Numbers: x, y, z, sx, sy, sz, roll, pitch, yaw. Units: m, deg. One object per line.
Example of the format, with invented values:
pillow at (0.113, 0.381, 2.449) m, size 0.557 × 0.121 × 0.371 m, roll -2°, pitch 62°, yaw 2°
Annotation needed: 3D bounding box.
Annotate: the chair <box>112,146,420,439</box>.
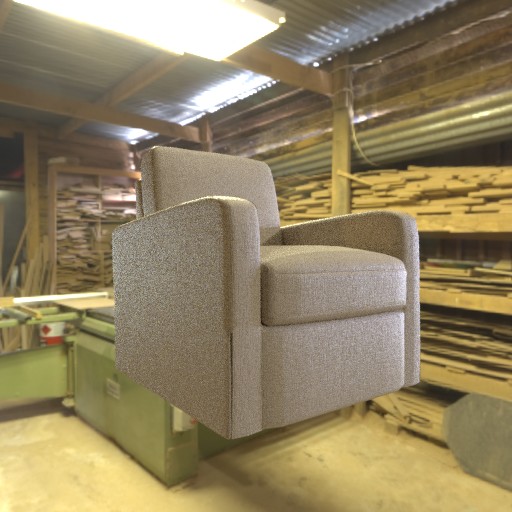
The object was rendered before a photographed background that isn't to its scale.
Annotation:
chair at (0.000, 0.000, 1.551) m, size 0.755 × 0.827 × 0.888 m, roll -1°, pitch 1°, yaw -37°
